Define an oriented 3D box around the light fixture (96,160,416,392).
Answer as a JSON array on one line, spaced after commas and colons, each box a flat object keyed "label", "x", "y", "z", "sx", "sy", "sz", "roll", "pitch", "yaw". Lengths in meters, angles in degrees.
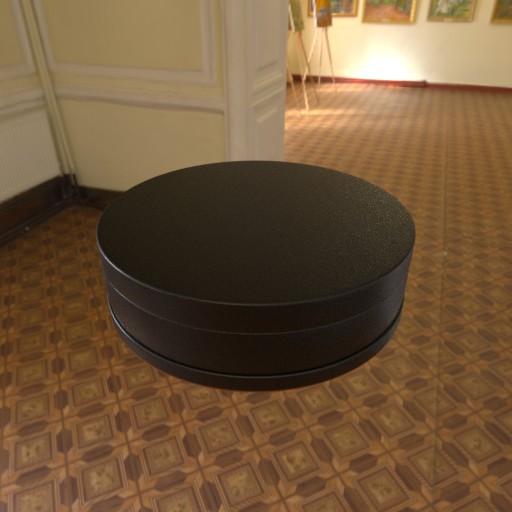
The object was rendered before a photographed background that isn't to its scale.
[{"label": "light fixture", "x": 0.000, "y": 0.000, "z": 0.430, "sx": 0.283, "sy": 0.097, "sz": 0.283, "roll": 0, "pitch": 31, "yaw": 0}]
